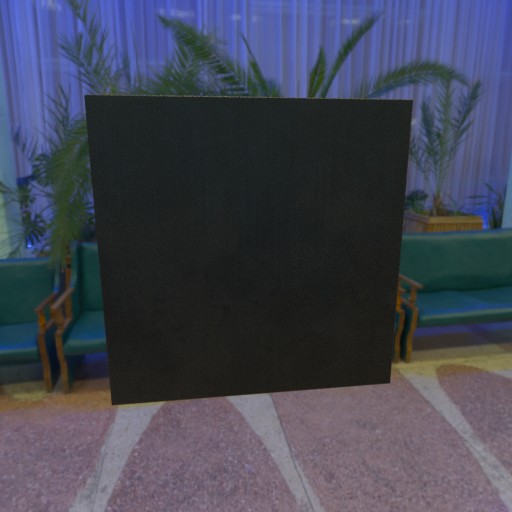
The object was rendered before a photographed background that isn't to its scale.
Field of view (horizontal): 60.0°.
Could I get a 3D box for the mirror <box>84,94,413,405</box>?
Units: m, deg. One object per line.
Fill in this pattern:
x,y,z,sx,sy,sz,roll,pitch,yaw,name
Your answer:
0.000,0.000,0.564,0.382,0.381,0.020,-2,14,-8,mirror
